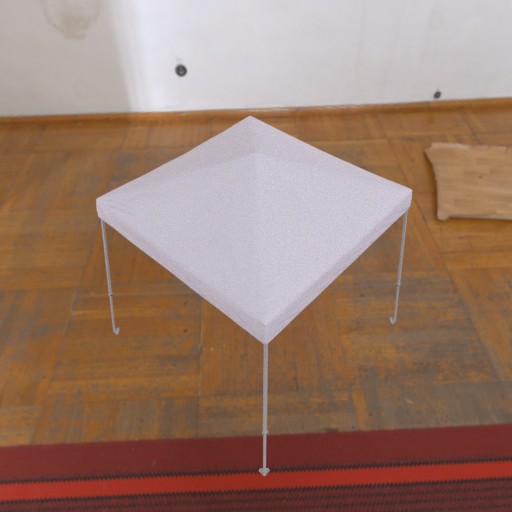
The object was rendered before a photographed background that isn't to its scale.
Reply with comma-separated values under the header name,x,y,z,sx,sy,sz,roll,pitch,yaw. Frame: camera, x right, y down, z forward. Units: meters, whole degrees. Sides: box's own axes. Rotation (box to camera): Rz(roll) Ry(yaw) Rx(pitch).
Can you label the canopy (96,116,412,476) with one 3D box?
name,x,y,z,sx,sy,sz,roll,pitch,yaw
canopy,0.000,0.000,5.277,2.850,2.850,2.849,33,54,28
